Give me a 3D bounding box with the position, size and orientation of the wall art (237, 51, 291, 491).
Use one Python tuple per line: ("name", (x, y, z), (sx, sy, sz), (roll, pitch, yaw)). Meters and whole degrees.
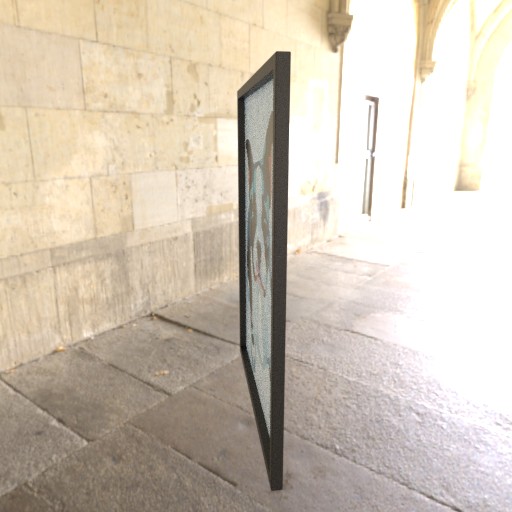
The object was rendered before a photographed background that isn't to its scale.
("wall art", (0.000, 0.000, 1.363), (0.030, 1.027, 0.774), (-2, 15, -8))
